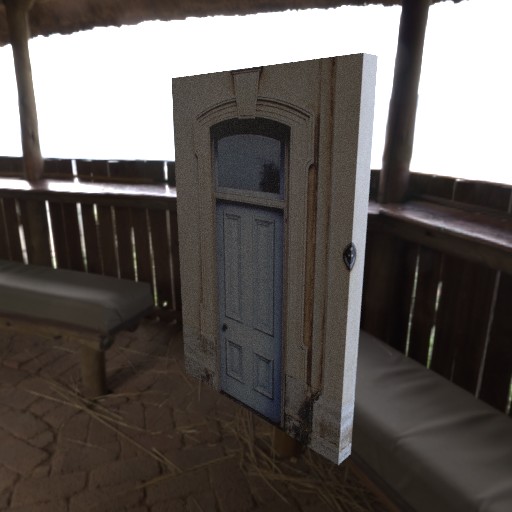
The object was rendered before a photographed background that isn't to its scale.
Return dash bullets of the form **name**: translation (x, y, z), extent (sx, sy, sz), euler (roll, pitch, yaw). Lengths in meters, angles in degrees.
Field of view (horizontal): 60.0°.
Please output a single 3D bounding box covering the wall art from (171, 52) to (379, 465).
- **wall art**: translation (0.000, 0.000, 0.773), extent (0.403, 0.607, 0.036), euler (15, 22, 42)
